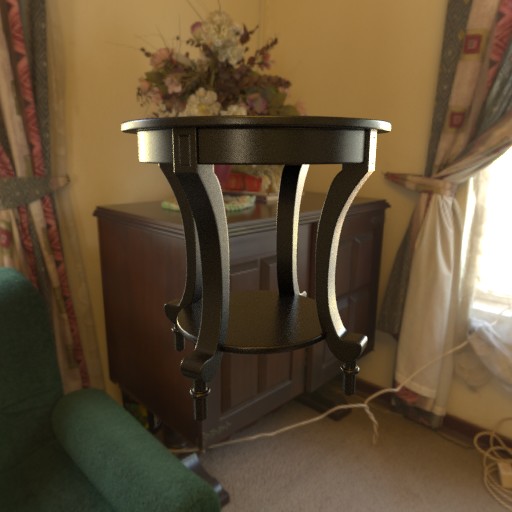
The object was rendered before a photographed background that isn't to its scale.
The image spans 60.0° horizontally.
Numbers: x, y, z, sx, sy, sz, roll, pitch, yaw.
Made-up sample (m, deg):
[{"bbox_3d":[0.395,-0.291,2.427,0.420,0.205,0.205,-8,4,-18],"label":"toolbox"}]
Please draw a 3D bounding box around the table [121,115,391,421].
[{"bbox_3d":[0.000,0.000,1.091,0.597,0.618,0.597,0,13,0],"label":"table"}]
